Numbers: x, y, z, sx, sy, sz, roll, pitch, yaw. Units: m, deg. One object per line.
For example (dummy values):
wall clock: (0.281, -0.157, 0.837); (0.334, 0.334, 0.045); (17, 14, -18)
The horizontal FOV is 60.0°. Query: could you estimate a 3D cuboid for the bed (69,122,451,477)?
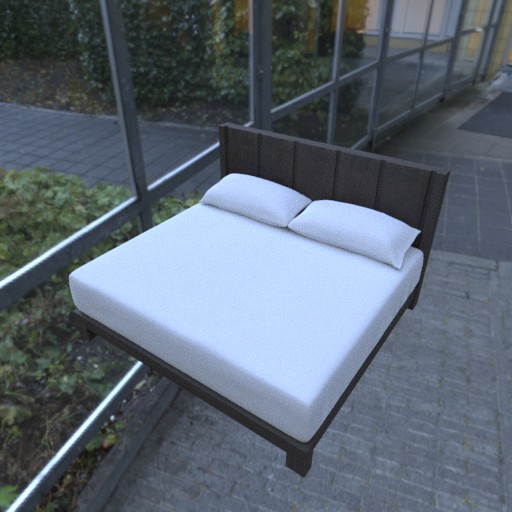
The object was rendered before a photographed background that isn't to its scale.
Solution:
bed: (0.000, 0.000, 3.475); (2.134, 1.270, 2.012); (21, 38, 29)
